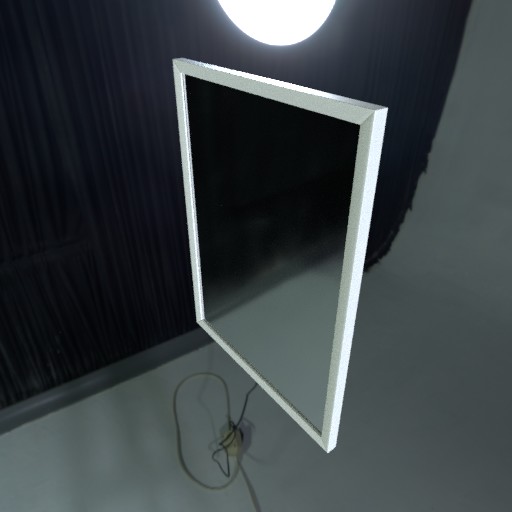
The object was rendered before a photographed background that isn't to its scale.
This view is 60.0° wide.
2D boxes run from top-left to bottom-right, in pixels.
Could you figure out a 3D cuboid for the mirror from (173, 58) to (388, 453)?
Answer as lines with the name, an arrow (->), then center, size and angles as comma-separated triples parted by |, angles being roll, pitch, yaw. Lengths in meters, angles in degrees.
mirror -> 0.000, 0.000, 1.338 | 0.040, 1.016, 0.762 | -22, 38, -31
